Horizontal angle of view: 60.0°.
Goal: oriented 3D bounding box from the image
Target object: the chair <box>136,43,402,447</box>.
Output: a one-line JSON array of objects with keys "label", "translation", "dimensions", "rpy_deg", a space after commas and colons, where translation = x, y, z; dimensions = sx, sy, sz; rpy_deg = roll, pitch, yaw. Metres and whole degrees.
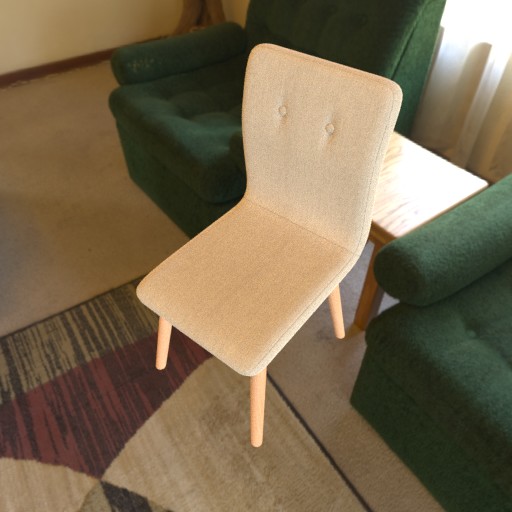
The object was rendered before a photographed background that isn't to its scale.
[{"label": "chair", "translation": [0.000, 0.000, 1.197], "dimensions": [0.435, 0.885, 0.550], "rpy_deg": [30, 53, 26]}]
